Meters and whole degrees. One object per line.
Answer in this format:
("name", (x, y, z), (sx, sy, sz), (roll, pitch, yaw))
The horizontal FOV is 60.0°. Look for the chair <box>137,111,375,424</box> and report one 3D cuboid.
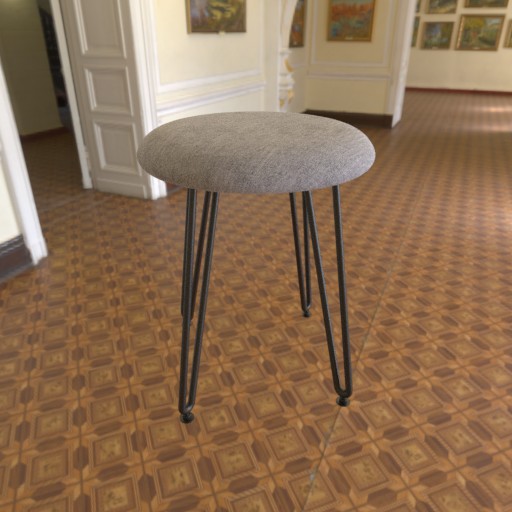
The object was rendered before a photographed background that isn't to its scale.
("chair", (0.000, 0.000, 0.661), (0.350, 0.386, 0.350), (19, 32, 33))
